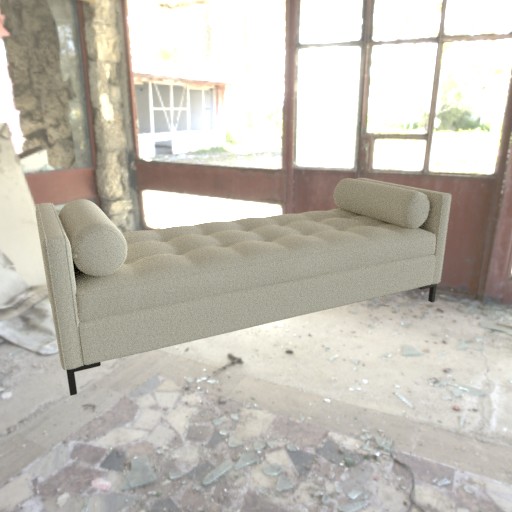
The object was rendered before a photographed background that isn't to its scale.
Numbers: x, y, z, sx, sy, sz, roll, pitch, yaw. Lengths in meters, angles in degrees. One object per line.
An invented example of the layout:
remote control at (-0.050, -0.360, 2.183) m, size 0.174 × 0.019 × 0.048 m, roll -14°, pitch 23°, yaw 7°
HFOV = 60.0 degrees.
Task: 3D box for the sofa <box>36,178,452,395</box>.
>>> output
sofa at (0.000, 0.000, 2.310) m, size 1.985 × 0.641 × 0.746 m, roll -9°, pitch 20°, yaw -26°
